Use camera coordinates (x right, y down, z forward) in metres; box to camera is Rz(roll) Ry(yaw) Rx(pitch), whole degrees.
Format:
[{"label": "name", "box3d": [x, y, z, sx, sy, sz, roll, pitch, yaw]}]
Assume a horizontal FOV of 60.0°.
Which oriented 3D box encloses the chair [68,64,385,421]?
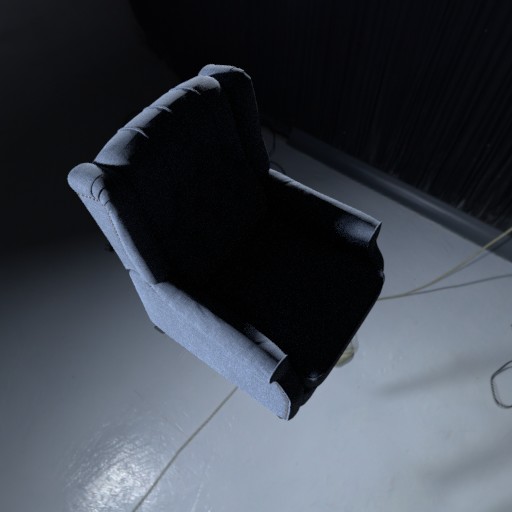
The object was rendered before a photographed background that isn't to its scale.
[{"label": "chair", "box3d": [0.000, 0.000, 1.659, 0.898, 1.035, 0.742, 31, 63, 18]}]
